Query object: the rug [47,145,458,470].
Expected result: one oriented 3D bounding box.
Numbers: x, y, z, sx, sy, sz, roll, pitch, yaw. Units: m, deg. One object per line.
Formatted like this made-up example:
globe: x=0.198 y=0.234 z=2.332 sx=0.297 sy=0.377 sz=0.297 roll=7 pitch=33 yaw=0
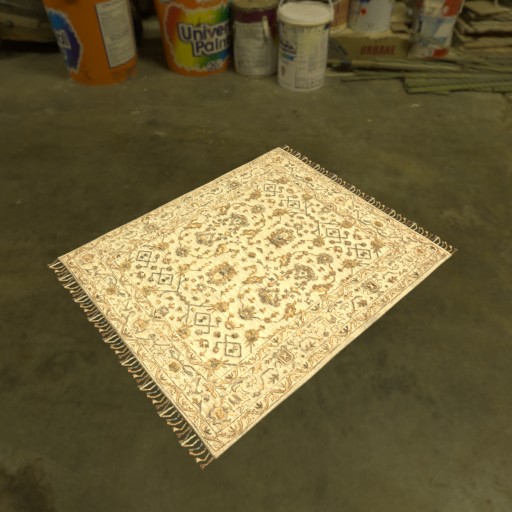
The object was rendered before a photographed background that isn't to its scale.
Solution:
rug: x=0.000 y=0.000 z=4.178 sx=3.061 sy=0.034 sz=2.426 roll=-32 pitch=55 yaw=-27
